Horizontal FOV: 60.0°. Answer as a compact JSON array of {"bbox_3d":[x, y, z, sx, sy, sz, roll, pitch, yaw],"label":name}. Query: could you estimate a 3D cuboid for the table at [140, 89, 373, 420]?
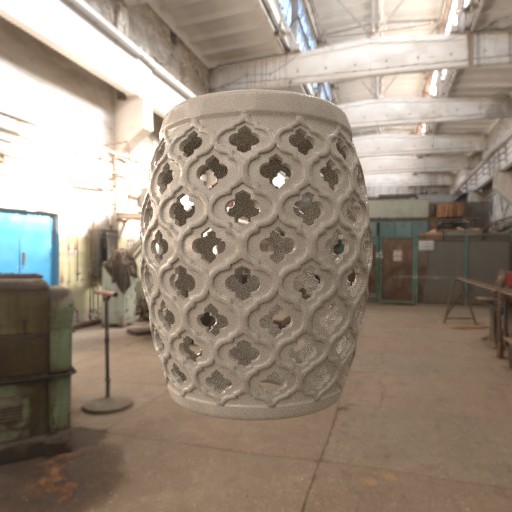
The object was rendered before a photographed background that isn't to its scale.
[{"bbox_3d":[0.000,0.000,0.638,0.325,0.388,0.325,0,0,0],"label":"table"}]
